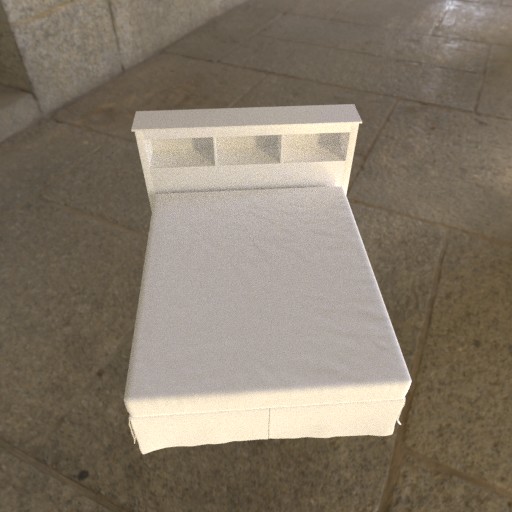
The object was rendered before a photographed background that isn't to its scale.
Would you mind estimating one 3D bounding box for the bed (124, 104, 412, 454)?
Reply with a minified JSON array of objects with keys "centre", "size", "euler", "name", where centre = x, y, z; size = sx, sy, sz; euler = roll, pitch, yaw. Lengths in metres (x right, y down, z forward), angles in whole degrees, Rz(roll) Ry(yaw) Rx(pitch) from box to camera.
[{"centre":[0.000,0.000,3.028],"size":[1.671,1.092,2.133],"euler":[-3,45,-3],"name":"bed"}]
